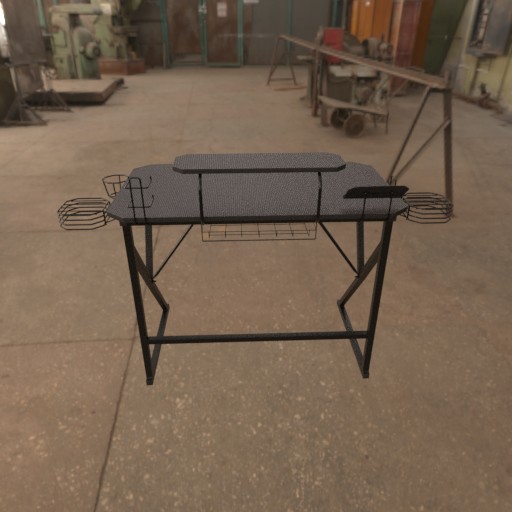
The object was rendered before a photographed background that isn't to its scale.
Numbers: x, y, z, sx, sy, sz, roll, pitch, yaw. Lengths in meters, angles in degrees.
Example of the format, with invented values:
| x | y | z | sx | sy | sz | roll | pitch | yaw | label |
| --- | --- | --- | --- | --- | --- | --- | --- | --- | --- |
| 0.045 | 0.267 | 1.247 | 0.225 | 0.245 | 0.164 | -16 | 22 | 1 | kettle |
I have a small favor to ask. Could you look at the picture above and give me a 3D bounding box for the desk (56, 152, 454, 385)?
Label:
| x | y | z | sx | sy | sz | roll | pitch | yaw | label |
| --- | --- | --- | --- | --- | --- | --- | --- | --- | --- |
| 0.000 | 0.000 | 1.735 | 1.290 | 0.880 | 0.580 | -1 | 29 | -2 | desk |
